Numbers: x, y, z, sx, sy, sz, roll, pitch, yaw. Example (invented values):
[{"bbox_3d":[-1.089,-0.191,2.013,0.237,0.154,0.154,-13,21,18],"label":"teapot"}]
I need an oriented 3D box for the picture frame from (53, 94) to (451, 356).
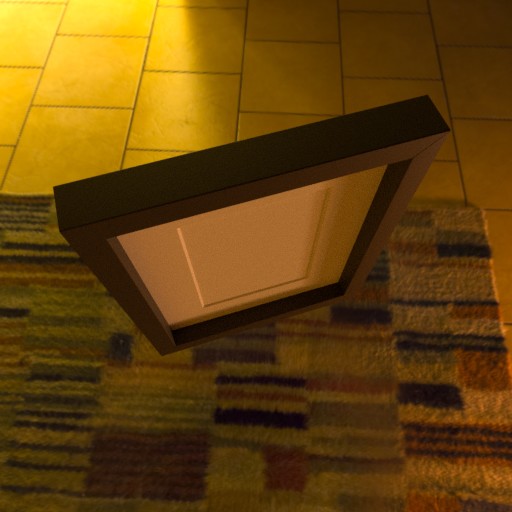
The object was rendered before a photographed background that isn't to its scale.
[{"bbox_3d":[0.000,0.000,0.387,0.232,0.284,0.042,-16,65,-8],"label":"picture frame"}]
